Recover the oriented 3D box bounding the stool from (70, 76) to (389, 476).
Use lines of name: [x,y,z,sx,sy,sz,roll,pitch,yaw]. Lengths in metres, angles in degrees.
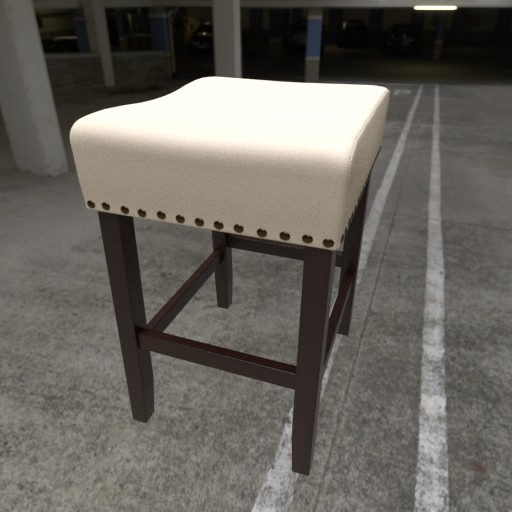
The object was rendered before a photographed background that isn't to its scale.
stool: [0.000,0.000,0.891,0.401,0.609,0.471,10,31,17]
